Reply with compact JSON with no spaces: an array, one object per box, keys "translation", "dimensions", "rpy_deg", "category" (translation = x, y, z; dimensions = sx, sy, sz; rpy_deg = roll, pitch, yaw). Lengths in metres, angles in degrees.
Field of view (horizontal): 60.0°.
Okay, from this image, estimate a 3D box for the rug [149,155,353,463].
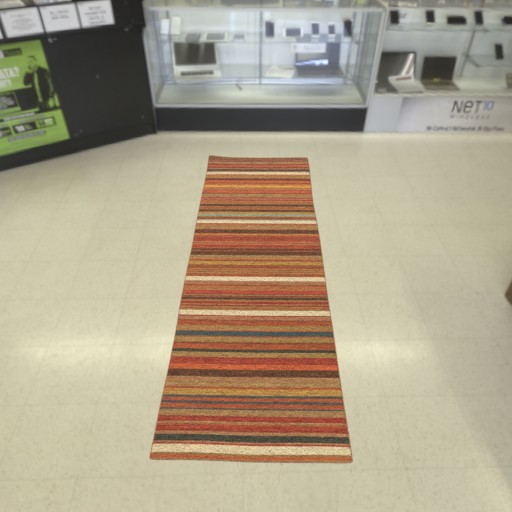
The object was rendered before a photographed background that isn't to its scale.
[{"translation":[0.000,0.000,2.645],"dimensions":[0.799,0.030,2.444],"rpy_deg":[1,41,1],"category":"rug"}]
